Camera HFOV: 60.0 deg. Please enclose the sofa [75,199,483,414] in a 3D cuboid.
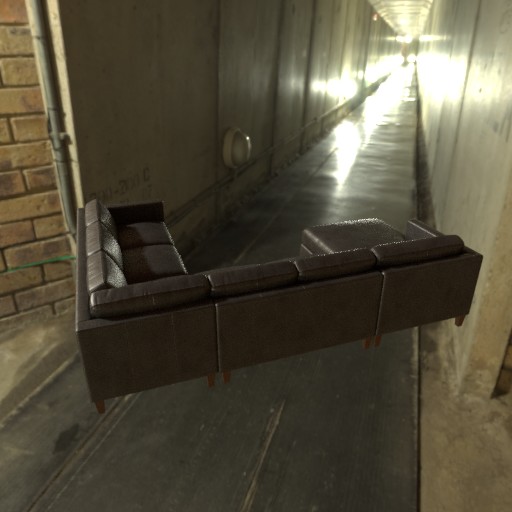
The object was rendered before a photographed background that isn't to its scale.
[{"bbox_3d":[0.000,0.000,4.484,3.324,0.891,2.452,-9,28,-18],"label":"sofa"}]
